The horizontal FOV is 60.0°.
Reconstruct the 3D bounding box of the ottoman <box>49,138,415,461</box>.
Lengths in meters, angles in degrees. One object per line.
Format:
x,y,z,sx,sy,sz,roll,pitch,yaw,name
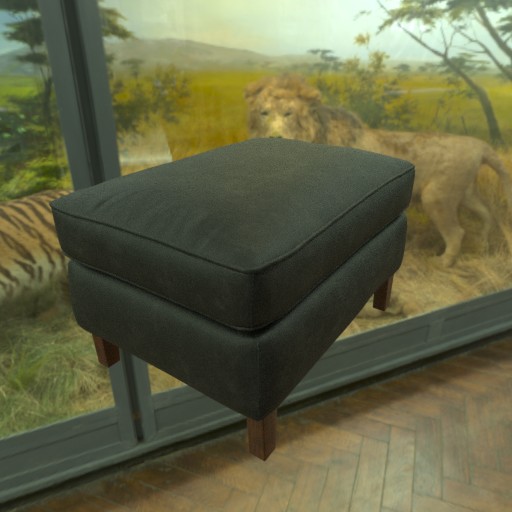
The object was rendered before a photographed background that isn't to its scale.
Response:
0.000,0.000,0.977,0.501,0.413,0.665,18,31,31,ottoman
